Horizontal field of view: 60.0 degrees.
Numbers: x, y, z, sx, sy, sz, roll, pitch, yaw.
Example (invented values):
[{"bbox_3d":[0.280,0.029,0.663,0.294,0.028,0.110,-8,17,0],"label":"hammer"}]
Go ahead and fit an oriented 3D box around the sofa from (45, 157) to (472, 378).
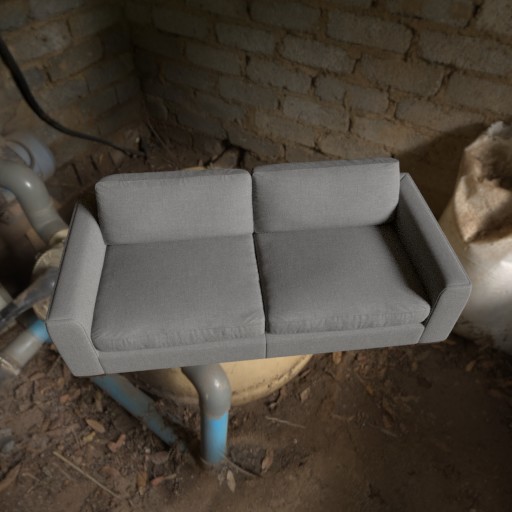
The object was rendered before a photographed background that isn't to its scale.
[{"bbox_3d":[0.000,0.000,2.730,2.262,0.801,1.070,-5,47,-4],"label":"sofa"}]
